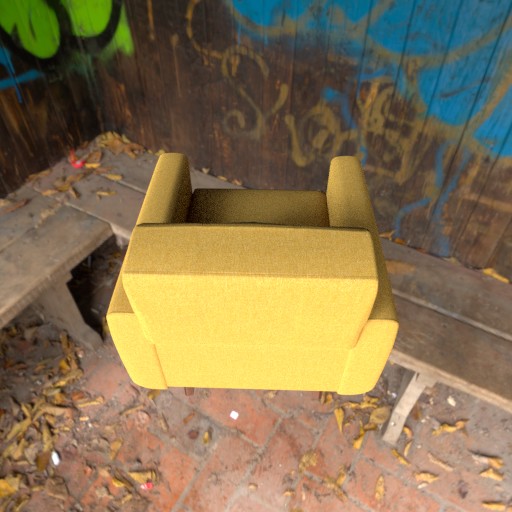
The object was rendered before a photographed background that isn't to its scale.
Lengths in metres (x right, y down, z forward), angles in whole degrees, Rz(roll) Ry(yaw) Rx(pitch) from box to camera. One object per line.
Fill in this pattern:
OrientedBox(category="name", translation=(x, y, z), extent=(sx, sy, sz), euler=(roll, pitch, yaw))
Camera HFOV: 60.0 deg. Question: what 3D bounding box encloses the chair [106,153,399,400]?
OrientedBox(category="chair", translation=(0.000, 0.000, 1.575), extent=(0.831, 0.841, 0.909), euler=(1, 46, 1))
